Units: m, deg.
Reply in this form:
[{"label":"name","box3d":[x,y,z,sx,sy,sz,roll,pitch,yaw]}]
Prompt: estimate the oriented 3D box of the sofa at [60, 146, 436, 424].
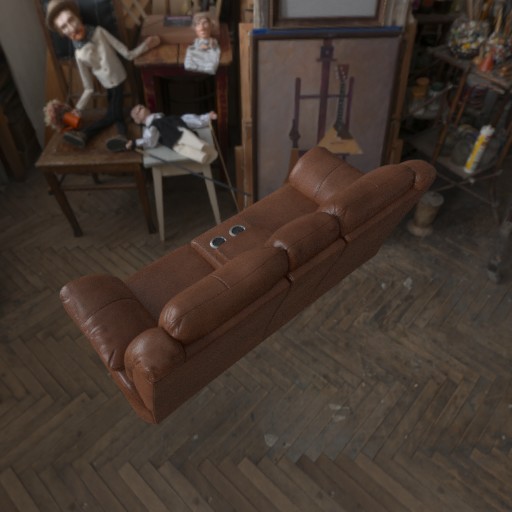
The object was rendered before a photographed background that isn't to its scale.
[{"label":"sofa","box3d":[0.000,0.000,2.653,2.058,1.043,0.991,-33,56,-26]}]
